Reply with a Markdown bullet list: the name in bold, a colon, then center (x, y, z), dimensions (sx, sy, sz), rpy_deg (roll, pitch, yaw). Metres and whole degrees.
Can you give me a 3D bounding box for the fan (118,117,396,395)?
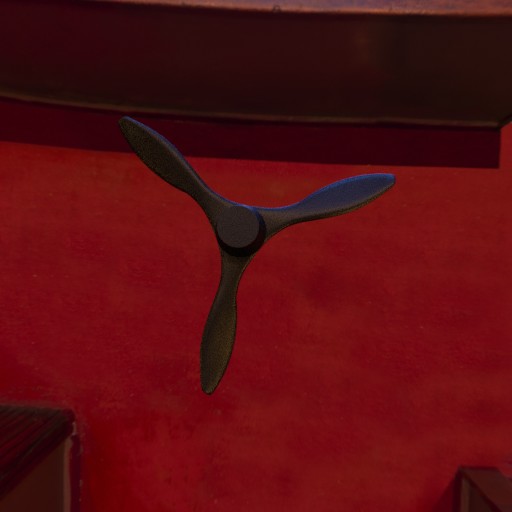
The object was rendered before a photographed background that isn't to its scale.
- **fan**: center (0.000, 0.000, 1.621), dimensions (1.067, 0.305, 1.067), rpy_deg (0, 90, 0)
